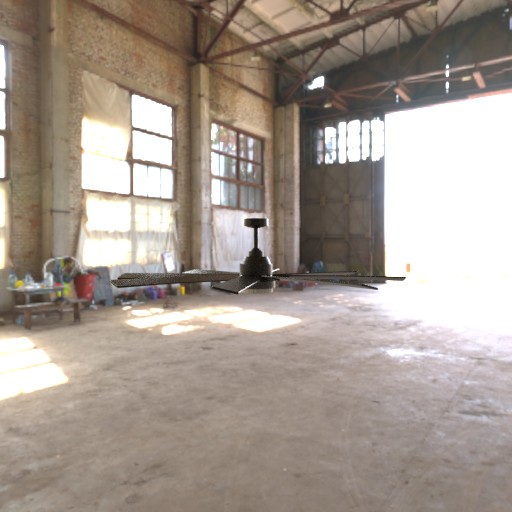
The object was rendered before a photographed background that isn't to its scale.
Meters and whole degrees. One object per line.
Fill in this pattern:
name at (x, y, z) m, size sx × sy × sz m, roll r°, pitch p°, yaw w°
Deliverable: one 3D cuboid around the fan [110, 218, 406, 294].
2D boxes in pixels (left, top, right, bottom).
fan at (0.000, 0.000, 2.827) m, size 1.830 × 0.472 × 1.830 m, roll -1°, pitch 1°, yaw -36°
